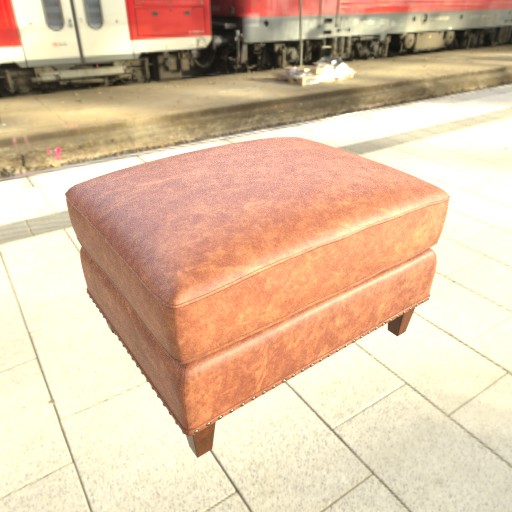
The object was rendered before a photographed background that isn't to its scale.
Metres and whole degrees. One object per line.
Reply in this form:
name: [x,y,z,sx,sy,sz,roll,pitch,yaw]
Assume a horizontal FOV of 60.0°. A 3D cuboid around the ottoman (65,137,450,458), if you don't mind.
ottoman: [0.000,0.000,1.134,0.742,0.486,0.586,-20,36,-30]
